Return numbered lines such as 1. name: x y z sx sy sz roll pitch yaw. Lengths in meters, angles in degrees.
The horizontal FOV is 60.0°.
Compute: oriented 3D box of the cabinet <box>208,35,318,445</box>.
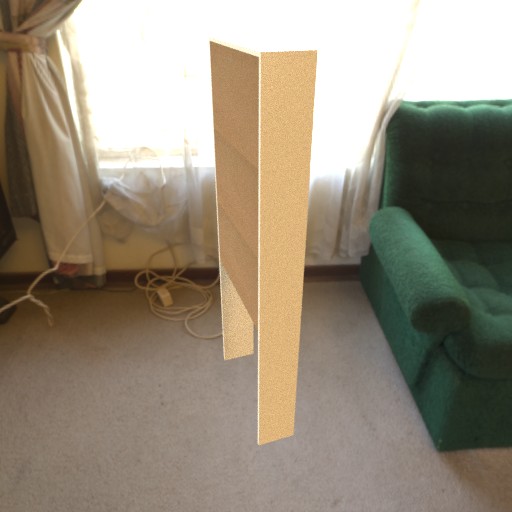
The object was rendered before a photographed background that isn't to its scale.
1. cabinet: 0.000 0.000 2.029 0.192 1.770 0.643 -10 32 -16
